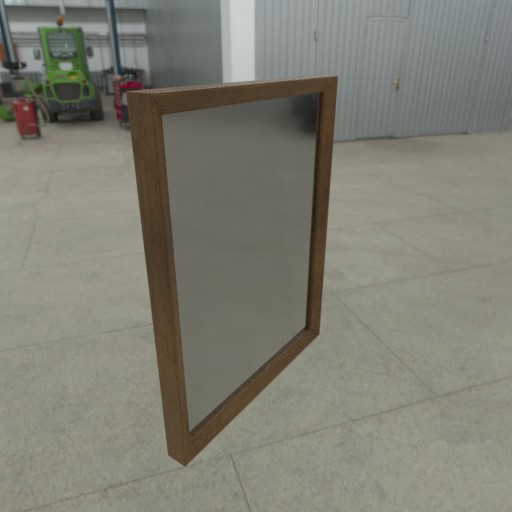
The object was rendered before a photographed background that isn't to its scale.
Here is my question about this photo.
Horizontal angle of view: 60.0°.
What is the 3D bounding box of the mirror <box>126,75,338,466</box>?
[{"bbox_3d":[0.000,0.000,0.693,0.041,0.509,0.406,17,30,32],"label":"mirror"}]
